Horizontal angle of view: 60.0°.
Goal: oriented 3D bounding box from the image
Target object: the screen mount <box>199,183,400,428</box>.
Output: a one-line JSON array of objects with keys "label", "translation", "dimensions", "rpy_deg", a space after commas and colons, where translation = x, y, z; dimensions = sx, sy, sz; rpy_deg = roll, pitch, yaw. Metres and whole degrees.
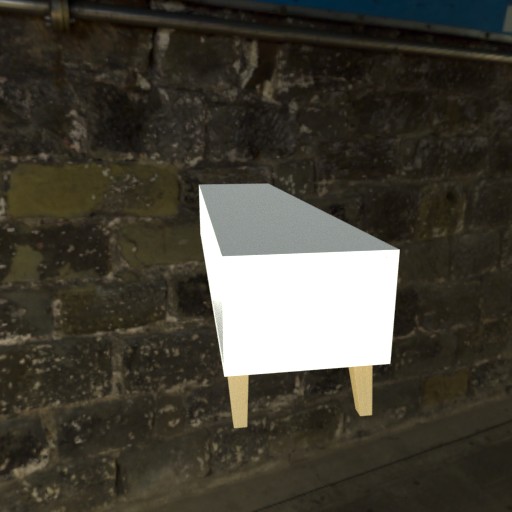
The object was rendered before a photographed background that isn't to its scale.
[{"label": "screen mount", "translation": [0.000, 0.000, 1.806], "dimensions": [0.399, 0.432, 1.644], "rpy_deg": [-2, 15, -8]}]
